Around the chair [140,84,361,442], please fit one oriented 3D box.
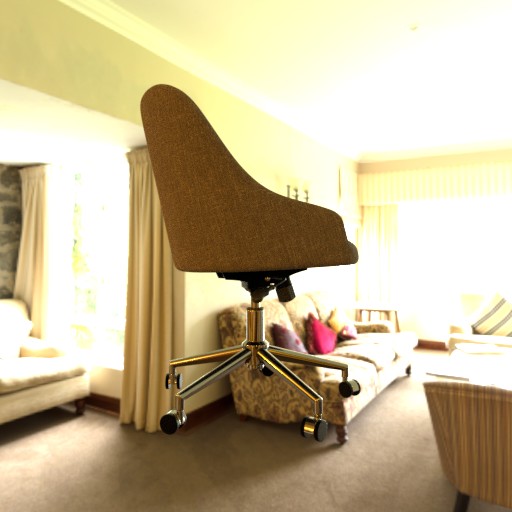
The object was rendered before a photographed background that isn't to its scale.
[{"bbox_3d":[0.000,0.000,1.417,0.712,0.950,0.671,0,0,-18],"label":"chair"}]
